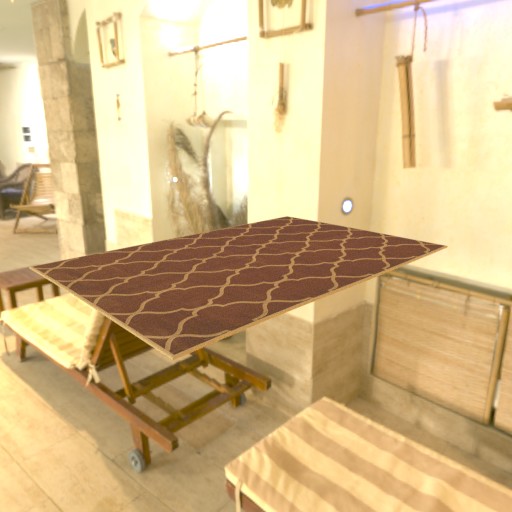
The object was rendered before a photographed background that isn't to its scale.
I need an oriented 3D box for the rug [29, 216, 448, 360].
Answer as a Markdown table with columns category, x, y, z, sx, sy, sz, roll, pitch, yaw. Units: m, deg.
| category | x | y | z | sx | sy | sz | roll | pitch | yaw |
| --- | --- | --- | --- | --- | --- | --- | --- | --- | --- |
| rug | 0.000 | 0.000 | 2.874 | 2.290 | 0.014 | 1.526 | -15 | 22 | -42 |
